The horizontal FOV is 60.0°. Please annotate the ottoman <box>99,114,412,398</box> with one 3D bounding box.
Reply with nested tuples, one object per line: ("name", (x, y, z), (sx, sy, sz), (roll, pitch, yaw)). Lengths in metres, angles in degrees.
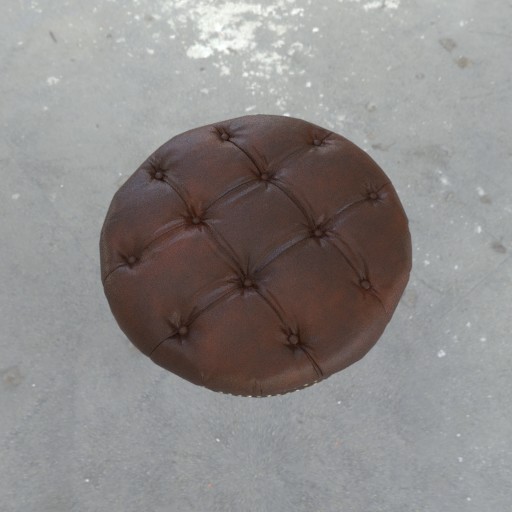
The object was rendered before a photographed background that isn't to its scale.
("ottoman", (0.000, 0.000, 1.400), (0.901, 0.455, 0.901), (0, 64, 0))
